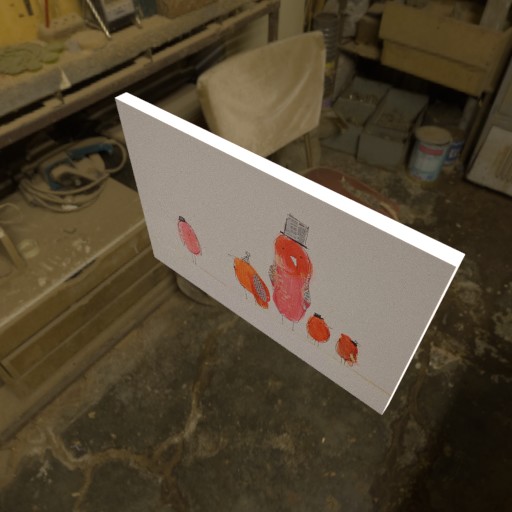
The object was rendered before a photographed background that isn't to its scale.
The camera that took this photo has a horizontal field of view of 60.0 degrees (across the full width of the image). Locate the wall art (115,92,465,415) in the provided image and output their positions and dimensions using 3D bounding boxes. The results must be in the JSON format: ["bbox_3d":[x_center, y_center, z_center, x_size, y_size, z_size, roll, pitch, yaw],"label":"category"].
[{"bbox_3d":[0.000,0.000,1.184,0.914,0.609,0.038,31,55,25],"label":"wall art"}]
